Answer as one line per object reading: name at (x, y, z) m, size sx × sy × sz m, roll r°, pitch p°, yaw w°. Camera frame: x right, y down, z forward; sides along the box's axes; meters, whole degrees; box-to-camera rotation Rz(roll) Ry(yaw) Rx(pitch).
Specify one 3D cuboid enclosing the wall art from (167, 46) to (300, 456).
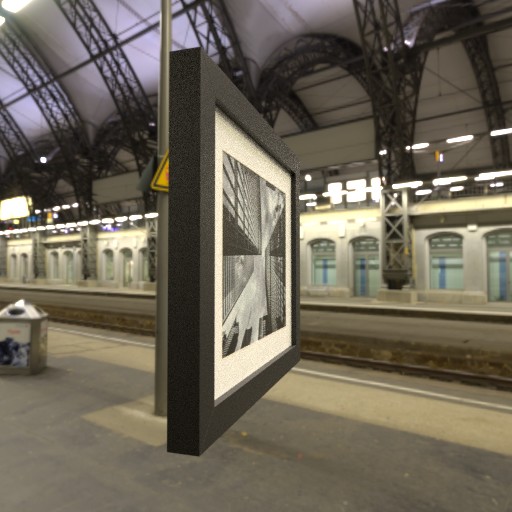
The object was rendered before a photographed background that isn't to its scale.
wall art at (0.000, 0.000, 0.532) m, size 0.028 × 0.321 × 0.381 m, roll -1°, pitch -2°, yaw 17°
